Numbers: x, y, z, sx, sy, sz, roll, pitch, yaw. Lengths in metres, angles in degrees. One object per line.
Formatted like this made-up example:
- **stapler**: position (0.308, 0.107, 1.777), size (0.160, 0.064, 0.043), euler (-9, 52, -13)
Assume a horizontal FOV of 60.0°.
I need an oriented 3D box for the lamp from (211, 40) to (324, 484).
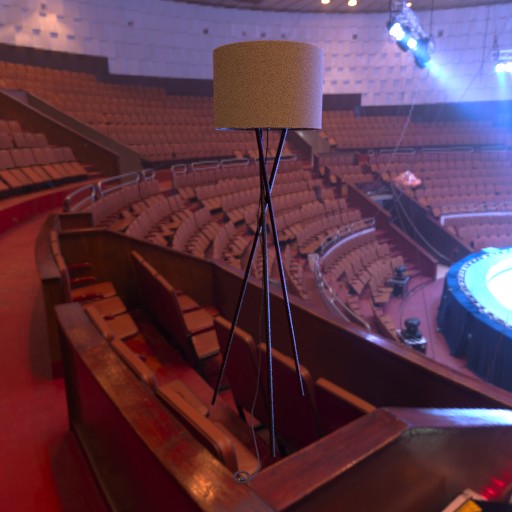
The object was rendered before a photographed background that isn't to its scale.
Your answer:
- **lamp**: position (0.000, 0.000, 1.912), size (0.667, 1.624, 0.522), euler (-13, 19, -43)
